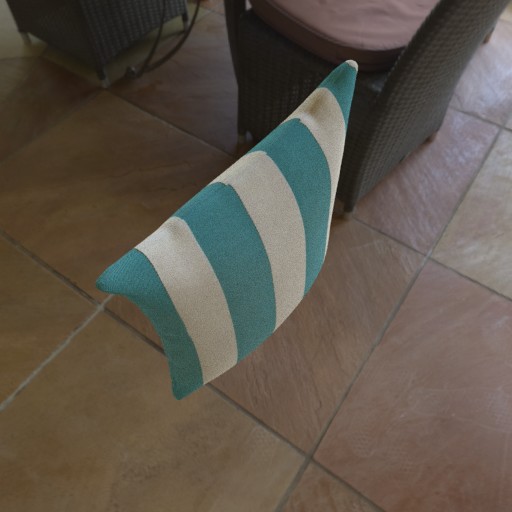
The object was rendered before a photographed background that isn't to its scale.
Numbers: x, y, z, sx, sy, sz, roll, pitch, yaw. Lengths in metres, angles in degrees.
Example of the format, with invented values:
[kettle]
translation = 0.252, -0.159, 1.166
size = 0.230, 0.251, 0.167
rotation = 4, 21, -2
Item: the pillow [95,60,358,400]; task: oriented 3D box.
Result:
[pillow]
translation = 0.000, 0.000, 0.811
size = 0.189, 0.526, 0.536
rotation = 34, 64, 19
